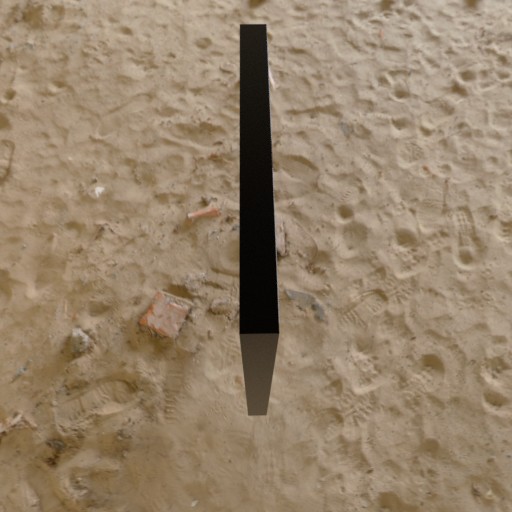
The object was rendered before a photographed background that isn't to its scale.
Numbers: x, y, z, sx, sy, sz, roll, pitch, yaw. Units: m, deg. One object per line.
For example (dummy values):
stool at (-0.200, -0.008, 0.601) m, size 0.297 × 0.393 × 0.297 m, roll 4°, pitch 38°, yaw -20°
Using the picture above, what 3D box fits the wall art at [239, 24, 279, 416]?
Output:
wall art at (0.000, 0.000, 0.767) m, size 0.039 × 0.553 × 0.451 m, roll -1°, pitch 63°, yaw 0°
